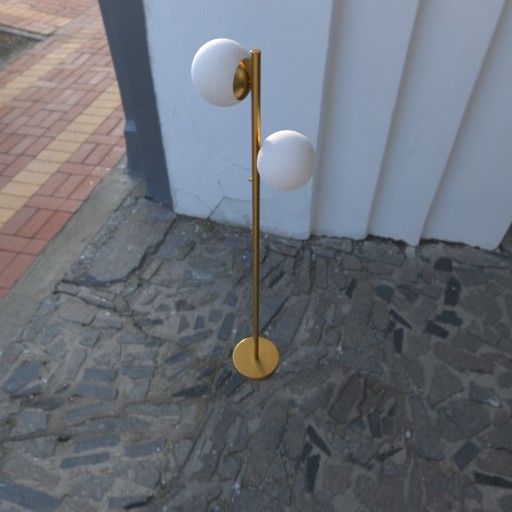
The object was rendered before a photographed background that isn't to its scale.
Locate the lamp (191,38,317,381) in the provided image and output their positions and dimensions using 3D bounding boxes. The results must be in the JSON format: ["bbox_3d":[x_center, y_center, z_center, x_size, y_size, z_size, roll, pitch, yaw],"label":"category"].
[{"bbox_3d":[0.000,0.000,1.809,0.419,1.641,0.249,24,51,21],"label":"lamp"}]
